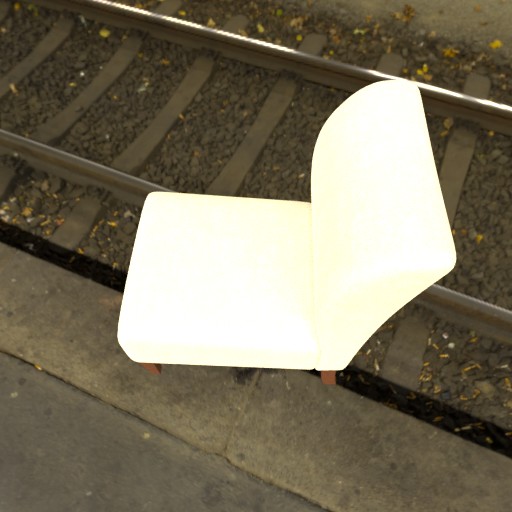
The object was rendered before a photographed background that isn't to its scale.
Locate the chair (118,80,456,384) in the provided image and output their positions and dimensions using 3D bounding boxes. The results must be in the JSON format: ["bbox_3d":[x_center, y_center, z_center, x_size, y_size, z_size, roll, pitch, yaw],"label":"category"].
[{"bbox_3d":[0.000,0.000,1.273,0.754,0.833,0.521,2,59,1],"label":"chair"}]
